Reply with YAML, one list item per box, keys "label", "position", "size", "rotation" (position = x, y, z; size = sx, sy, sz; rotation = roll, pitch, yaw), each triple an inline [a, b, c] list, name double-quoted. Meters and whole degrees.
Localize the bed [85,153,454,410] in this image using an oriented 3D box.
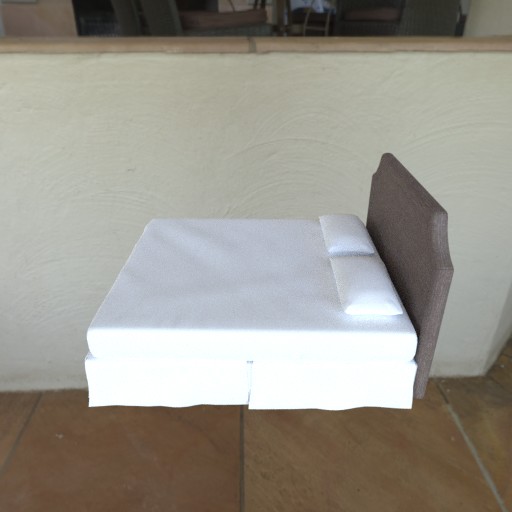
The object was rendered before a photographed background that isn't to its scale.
- label: "bed"
  position: [0.000, 0.000, 4.245]
  size: [2.773, 1.590, 2.350]
  rotation: [1, 28, 1]
